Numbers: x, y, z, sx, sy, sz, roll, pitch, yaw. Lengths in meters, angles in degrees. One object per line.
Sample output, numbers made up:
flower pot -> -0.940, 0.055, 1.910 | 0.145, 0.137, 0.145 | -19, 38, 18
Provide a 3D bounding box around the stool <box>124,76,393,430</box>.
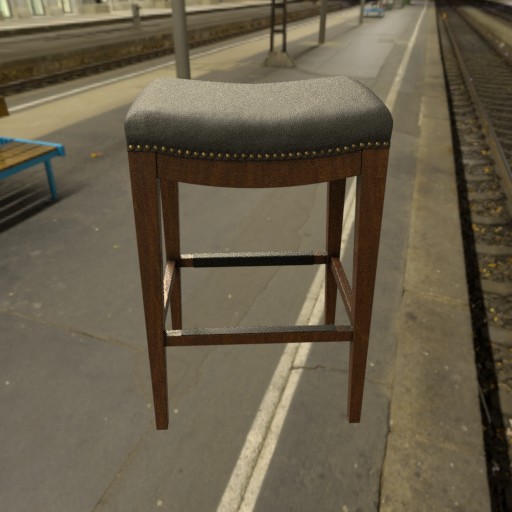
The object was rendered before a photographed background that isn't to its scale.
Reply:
stool -> 0.000, 0.000, 1.045 | 0.500, 0.765, 0.361 | -1, 31, -2
